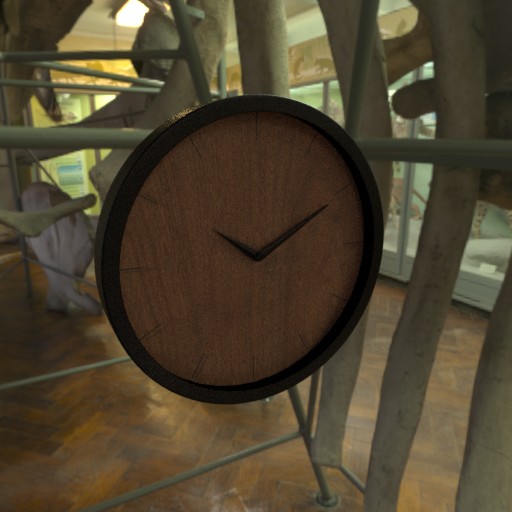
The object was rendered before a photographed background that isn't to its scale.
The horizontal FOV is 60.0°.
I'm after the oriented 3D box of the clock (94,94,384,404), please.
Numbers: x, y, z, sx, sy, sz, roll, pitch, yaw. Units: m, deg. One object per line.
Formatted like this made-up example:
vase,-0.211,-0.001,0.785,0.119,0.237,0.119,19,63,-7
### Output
clock,0.000,0.000,0.459,0.314,0.314,0.040,-8,17,-27
